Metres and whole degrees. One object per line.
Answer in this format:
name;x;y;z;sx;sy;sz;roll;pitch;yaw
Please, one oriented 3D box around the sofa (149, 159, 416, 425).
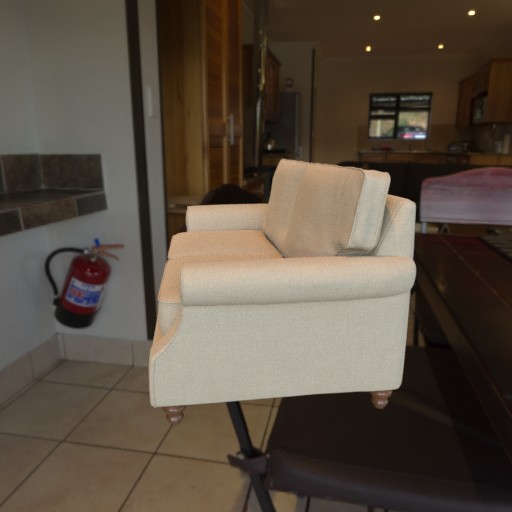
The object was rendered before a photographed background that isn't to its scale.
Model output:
sofa;0.000;0.000;2.261;0.964;0.937;1.665;-2;14;-8
